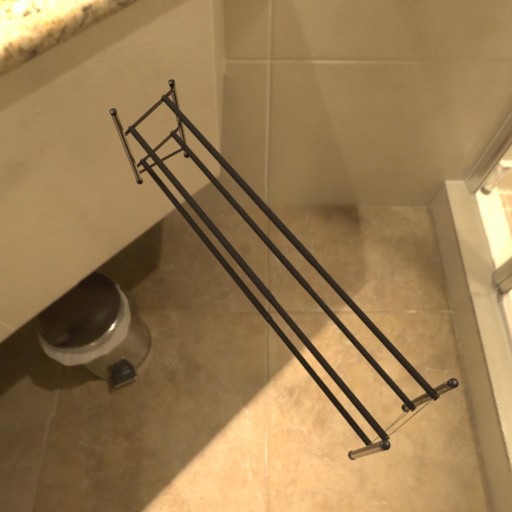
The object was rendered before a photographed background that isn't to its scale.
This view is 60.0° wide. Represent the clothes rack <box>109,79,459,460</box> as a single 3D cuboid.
[{"bbox_3d":[0.000,0.000,1.288,0.229,0.349,1.168,-34,67,-16],"label":"clothes rack"}]
